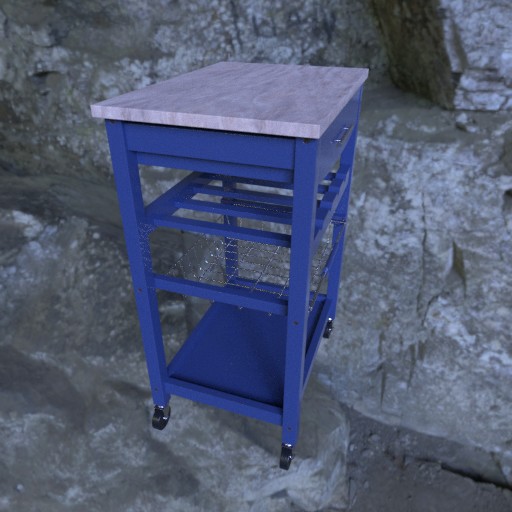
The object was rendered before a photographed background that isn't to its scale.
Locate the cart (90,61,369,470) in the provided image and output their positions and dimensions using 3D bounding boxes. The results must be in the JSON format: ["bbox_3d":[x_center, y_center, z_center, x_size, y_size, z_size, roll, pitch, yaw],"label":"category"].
[{"bbox_3d":[0.000,0.000,1.142,0.403,0.839,0.584,10,32,16],"label":"cart"}]
